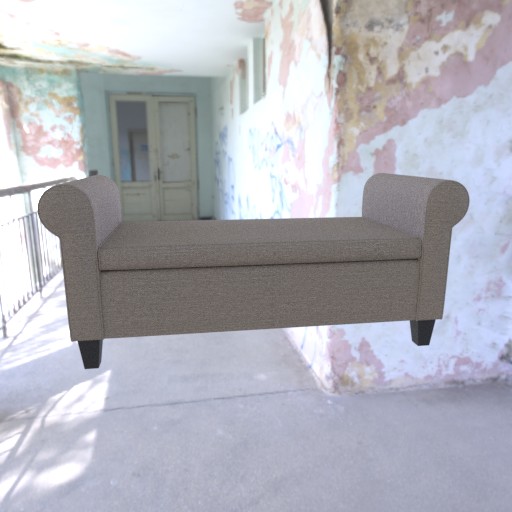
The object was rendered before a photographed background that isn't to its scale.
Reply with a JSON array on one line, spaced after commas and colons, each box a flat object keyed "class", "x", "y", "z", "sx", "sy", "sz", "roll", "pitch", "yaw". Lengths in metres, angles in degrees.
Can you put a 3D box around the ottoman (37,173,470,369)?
[{"class": "ottoman", "x": 0.000, "y": 0.000, "z": 1.559, "sx": 1.256, "sy": 0.547, "sz": 0.521, "roll": -2, "pitch": 13, "yaw": -9}]
